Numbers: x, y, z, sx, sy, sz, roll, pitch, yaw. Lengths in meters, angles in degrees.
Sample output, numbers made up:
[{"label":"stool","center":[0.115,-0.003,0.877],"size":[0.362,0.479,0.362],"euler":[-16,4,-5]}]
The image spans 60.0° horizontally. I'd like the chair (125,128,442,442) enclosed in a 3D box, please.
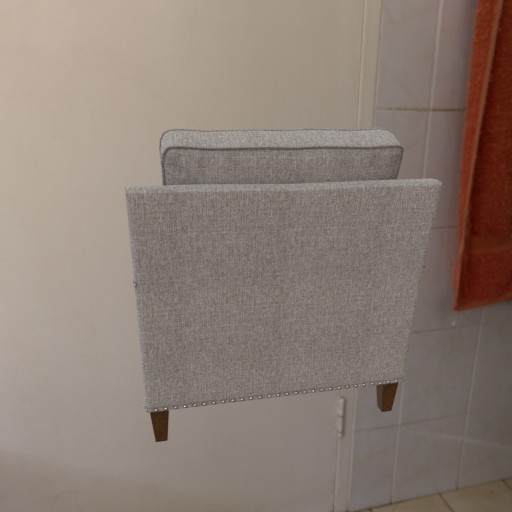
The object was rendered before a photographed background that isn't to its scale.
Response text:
[{"label":"chair","center":[0.000,0.000,1.696],"size":[0.853,0.943,1.014],"euler":[-3,16,-11]}]
